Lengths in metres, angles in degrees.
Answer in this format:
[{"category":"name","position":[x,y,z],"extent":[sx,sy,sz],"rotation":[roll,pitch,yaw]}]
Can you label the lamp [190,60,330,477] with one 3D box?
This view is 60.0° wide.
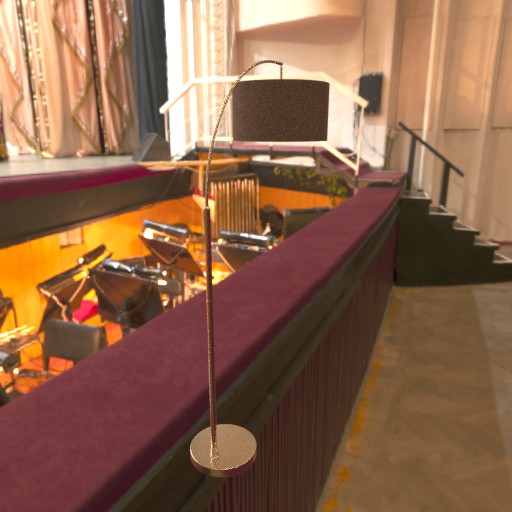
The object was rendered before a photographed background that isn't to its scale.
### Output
[{"category":"lamp","position":[0.000,0.000,2.078],"extent":[0.452,1.735,0.934],"rotation":[8,18,27]}]
